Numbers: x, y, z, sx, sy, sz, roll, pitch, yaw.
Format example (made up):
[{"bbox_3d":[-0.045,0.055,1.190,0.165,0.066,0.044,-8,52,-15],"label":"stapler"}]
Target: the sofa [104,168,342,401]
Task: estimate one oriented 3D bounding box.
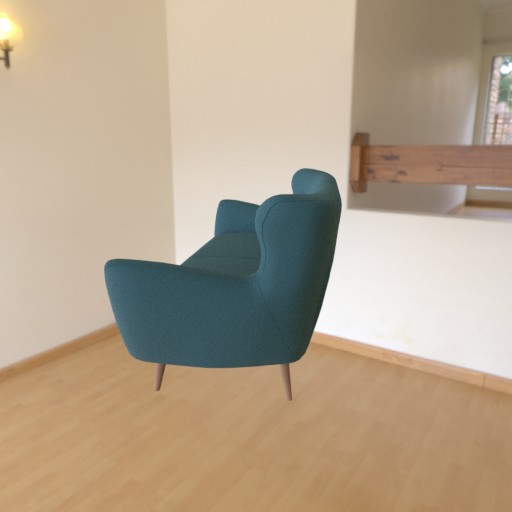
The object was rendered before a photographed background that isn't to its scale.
[{"bbox_3d":[0.000,0.000,2.504,0.889,0.890,1.930,2,14,8],"label":"sofa"}]
